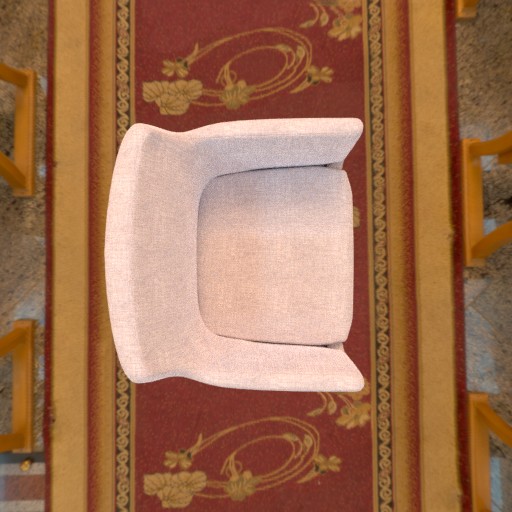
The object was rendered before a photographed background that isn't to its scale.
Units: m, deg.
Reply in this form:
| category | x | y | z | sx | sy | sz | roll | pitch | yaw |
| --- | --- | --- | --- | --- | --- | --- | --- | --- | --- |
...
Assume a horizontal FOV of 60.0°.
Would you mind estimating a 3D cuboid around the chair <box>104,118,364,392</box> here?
| category | x | y | z | sx | sy | sz | roll | pitch | yaw |
| --- | --- | --- | --- | --- | --- | --- | --- | --- | --- |
| chair | 0.000 | 0.000 | 1.154 | 0.540 | 0.780 | 0.570 | 0 | 89 | -1 |
